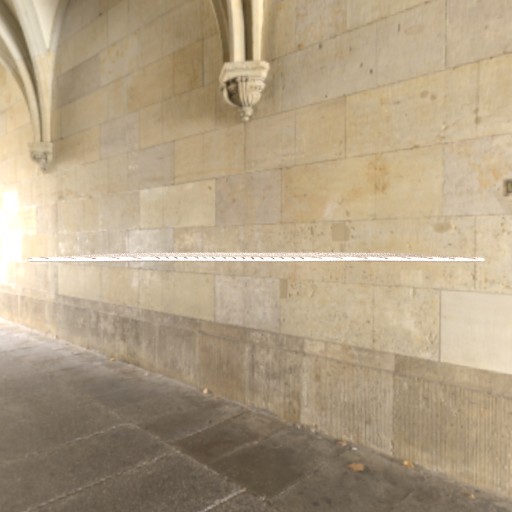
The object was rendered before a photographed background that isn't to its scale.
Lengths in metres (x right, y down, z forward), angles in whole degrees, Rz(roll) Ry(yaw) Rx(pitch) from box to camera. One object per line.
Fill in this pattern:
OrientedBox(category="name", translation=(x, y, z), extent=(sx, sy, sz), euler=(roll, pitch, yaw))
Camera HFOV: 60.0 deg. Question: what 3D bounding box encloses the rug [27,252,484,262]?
OrientedBox(category="rug", translation=(0.000, 0.000, 3.269), extent=(2.449, 0.028, 1.829), euler=(0, 1, 0))
